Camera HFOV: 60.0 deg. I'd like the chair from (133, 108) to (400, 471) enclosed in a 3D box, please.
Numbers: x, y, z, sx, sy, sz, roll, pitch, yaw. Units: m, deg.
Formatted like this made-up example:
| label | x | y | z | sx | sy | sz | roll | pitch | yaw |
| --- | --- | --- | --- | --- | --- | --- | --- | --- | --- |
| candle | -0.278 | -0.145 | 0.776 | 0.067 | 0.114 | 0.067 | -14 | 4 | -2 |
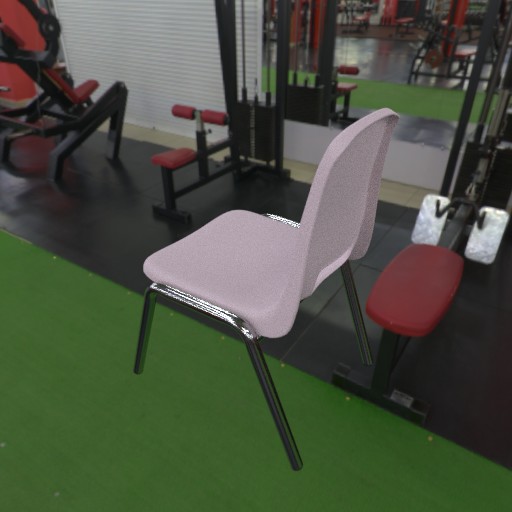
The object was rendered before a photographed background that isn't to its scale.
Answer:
| label | x | y | z | sx | sy | sz | roll | pitch | yaw |
| --- | --- | --- | --- | --- | --- | --- | --- | --- | --- |
| chair | 0.000 | 0.000 | 0.839 | 0.423 | 0.586 | 0.354 | 21 | 38 | 30 |
